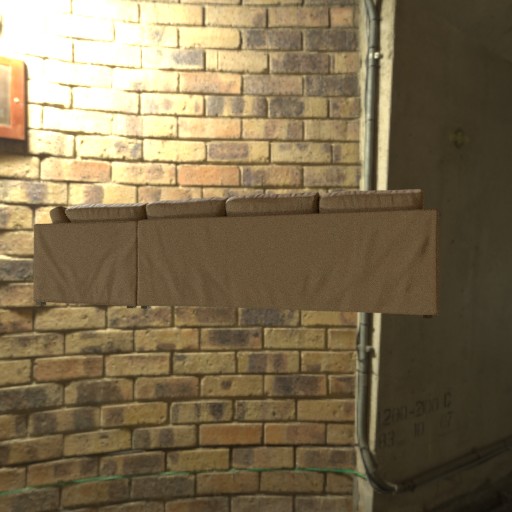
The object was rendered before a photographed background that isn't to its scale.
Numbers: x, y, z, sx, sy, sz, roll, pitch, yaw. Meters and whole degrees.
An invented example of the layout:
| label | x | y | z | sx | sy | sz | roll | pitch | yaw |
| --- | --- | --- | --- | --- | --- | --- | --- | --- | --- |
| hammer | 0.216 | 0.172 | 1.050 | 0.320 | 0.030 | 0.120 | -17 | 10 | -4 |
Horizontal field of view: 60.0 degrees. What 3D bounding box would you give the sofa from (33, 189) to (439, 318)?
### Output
| label | x | y | z | sx | sy | sz | roll | pitch | yaw |
| --- | --- | --- | --- | --- | --- | --- | --- | --- | --- |
| sofa | 0.000 | 0.000 | 4.378 | 3.182 | 0.871 | 2.432 | 0 | -1 | 18 |
